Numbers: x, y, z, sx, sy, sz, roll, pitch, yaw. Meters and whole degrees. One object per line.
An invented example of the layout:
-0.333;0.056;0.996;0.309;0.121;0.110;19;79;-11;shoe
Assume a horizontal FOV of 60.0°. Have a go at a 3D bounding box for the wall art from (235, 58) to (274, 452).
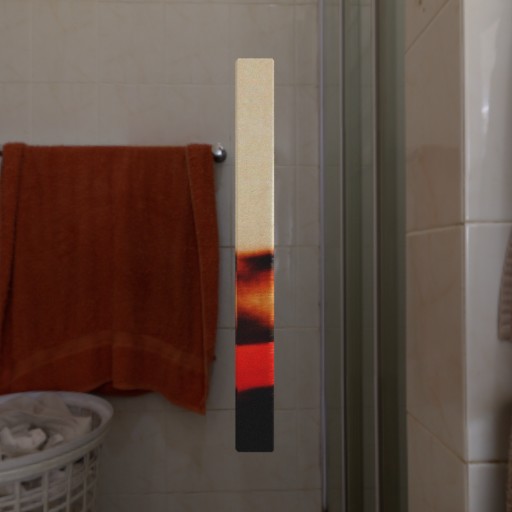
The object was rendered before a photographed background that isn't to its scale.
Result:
0.000;0.000;0.758;0.040;0.402;0.613;0;0;0;wall art
